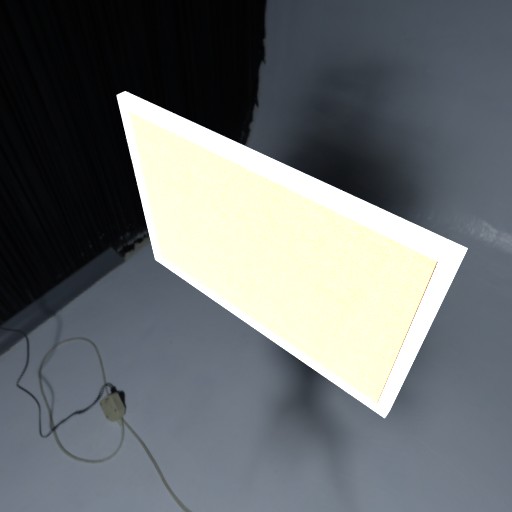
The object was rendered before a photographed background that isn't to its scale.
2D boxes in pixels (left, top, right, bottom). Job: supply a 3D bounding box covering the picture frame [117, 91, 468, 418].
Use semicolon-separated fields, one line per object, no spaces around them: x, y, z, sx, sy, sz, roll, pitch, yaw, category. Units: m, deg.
0.000;0.000;1.218;0.950;0.640;0.029;31;53;26;picture frame
